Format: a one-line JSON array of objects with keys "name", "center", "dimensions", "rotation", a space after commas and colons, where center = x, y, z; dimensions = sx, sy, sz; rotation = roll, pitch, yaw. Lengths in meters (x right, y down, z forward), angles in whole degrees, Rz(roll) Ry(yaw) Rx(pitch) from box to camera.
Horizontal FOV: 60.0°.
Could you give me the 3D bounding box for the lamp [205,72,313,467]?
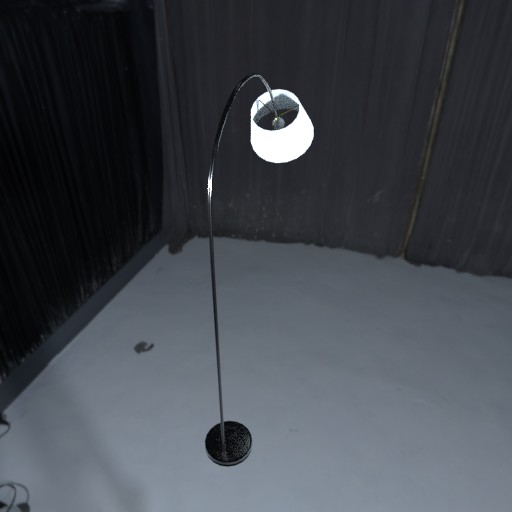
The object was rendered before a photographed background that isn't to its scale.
[{"name": "lamp", "center": [0.000, 0.000, 2.681], "dimensions": [0.406, 2.098, 1.445], "rotation": [9, 33, 14]}]
